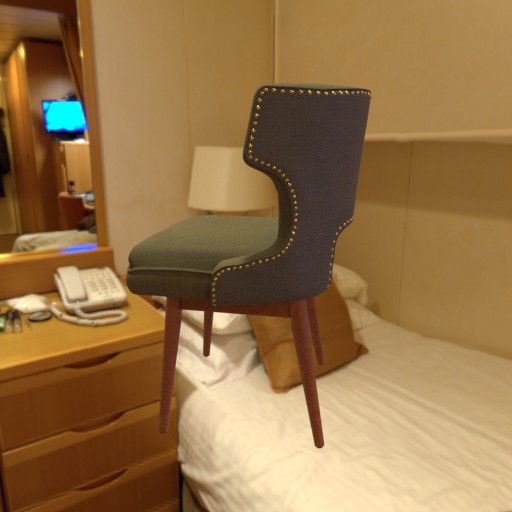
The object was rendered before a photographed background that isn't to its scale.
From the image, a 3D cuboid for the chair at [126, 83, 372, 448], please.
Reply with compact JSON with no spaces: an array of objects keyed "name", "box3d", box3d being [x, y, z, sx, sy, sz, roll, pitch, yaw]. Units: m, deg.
[{"name":"chair","box3d":[0.000,0.000,1.247,0.581,0.863,0.595,2,14,8]}]
